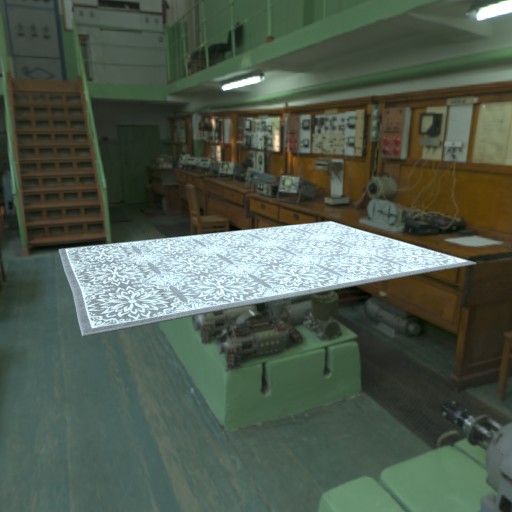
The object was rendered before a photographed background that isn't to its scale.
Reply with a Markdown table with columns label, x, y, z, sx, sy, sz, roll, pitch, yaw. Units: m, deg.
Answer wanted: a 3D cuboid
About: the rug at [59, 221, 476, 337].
| label | x | y | z | sx | sy | sz | roll | pitch | yaw |
| --- | --- | --- | --- | --- | --- | --- | --- | --- | --- |
| rug | 0.000 | 0.000 | 3.476 | 2.746 | 0.018 | 1.819 | -8 | 17 | -25 |
